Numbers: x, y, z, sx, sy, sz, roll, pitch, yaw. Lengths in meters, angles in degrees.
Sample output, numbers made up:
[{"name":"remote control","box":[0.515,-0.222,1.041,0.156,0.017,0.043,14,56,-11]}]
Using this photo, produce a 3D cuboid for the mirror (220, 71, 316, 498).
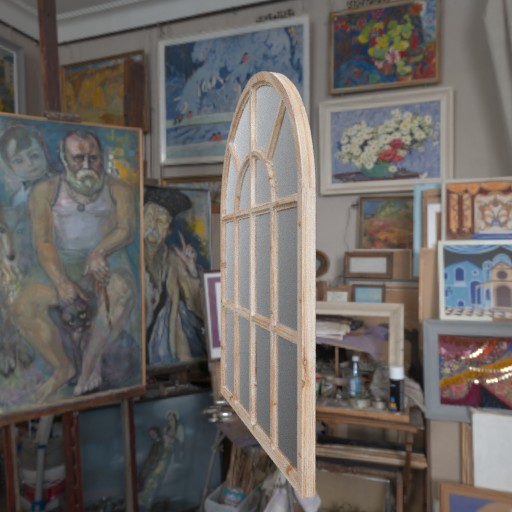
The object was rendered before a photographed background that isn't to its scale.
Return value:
[{"name":"mirror","box":[0.000,0.000,1.161,0.032,0.920,0.660,0,1,-18]}]
